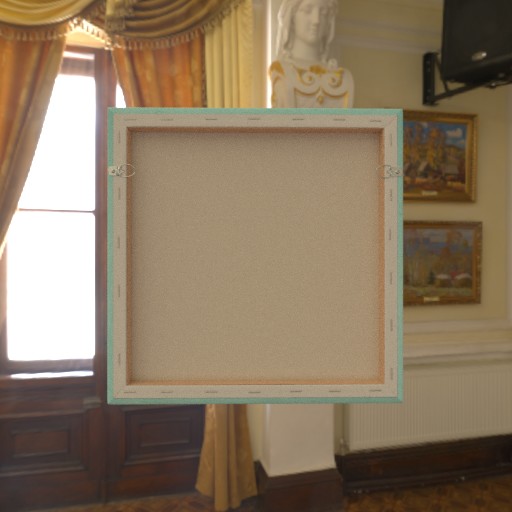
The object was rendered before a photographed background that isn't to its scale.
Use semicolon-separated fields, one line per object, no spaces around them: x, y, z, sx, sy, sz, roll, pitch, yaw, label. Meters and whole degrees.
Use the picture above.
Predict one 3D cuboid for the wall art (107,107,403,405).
0.000;0.000;1.627;1.071;1.073;0.070;0;0;-1;wall art
